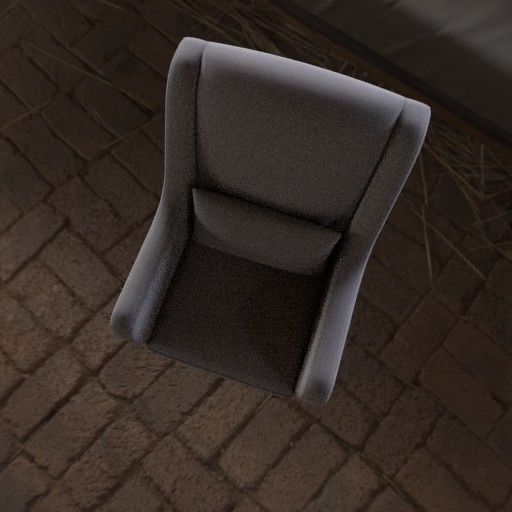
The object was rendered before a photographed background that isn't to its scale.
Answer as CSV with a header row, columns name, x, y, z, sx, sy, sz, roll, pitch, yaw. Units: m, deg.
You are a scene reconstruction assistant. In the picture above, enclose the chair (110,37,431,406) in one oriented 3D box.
name,x,y,z,sx,sy,sz,roll,pitch,yaw
chair,0.000,0.000,1.557,0.715,1.010,0.863,18,77,4
